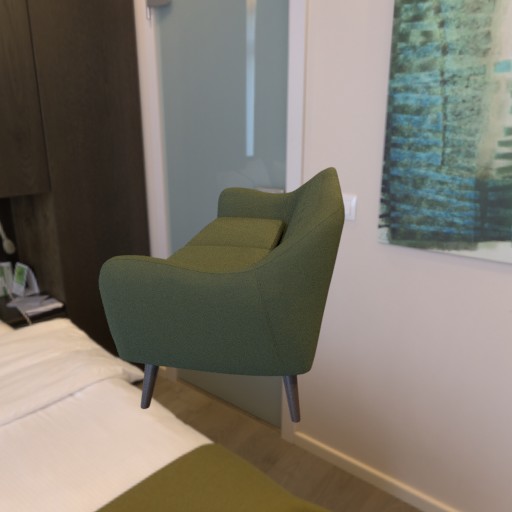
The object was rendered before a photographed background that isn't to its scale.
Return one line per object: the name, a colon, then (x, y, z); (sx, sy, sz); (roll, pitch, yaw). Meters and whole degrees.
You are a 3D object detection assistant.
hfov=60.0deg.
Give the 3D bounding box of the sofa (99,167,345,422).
sofa: (0.000, 0.000, 2.308); (0.820, 0.836, 1.840); (2, 16, 8)
